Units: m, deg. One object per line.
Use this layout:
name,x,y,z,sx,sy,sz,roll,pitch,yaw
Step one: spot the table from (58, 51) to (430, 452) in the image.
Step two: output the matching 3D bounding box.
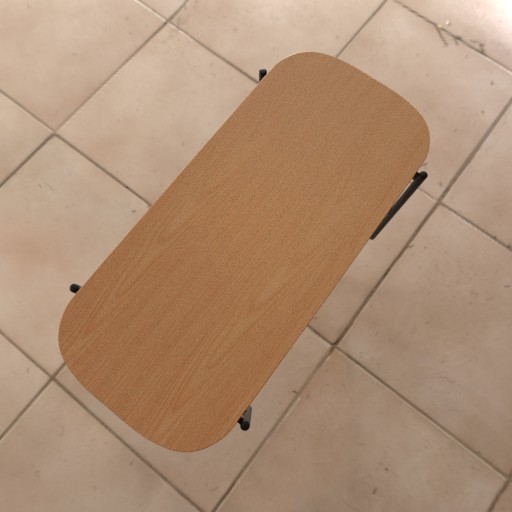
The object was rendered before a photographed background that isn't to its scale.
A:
table,0.000,0.000,1.010,0.400,0.400,0.800,36,78,9
